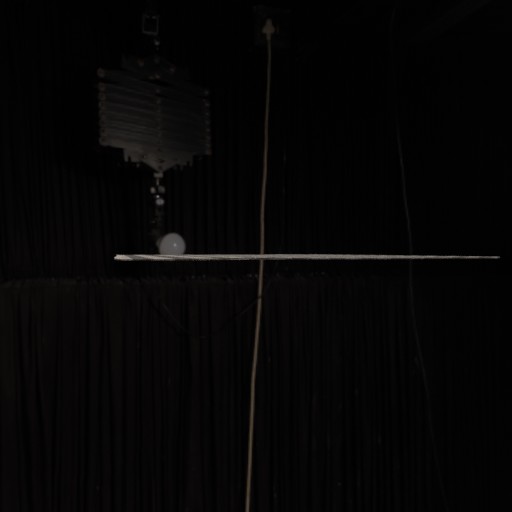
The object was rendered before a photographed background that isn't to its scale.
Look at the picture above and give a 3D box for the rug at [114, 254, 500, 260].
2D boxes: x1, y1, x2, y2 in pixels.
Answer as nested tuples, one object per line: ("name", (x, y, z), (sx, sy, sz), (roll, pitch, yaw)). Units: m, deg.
("rug", (0.000, 0.000, 4.005), (2.432, 0.013, 3.021), (0, 1, -17))
